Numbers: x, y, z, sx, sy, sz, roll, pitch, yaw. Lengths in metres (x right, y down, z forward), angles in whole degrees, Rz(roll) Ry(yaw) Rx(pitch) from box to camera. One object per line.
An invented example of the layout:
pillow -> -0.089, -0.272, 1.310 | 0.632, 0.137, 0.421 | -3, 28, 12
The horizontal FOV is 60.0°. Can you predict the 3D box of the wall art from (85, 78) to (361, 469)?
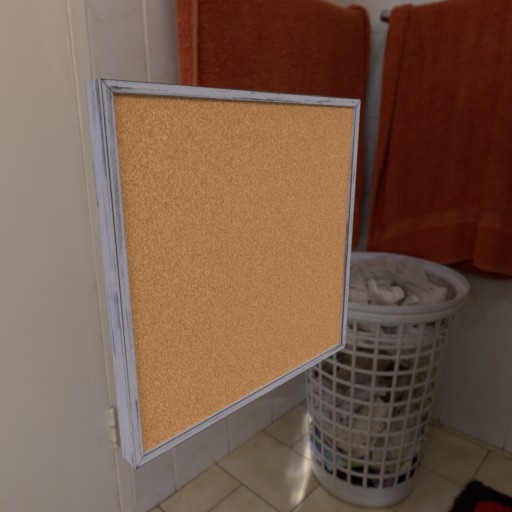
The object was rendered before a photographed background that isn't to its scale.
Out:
wall art -> 0.000, 0.000, 0.727 | 0.506, 0.506, 0.038 | -15, 22, -43
